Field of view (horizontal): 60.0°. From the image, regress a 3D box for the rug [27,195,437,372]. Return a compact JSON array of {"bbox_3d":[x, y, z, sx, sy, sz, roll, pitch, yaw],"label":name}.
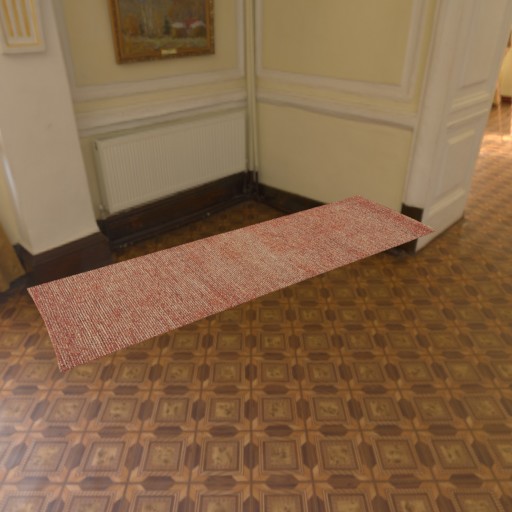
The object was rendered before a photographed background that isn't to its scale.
[{"bbox_3d":[0.000,0.000,2.583,2.353,0.013,0.718,-18,34,-28],"label":"rug"}]
